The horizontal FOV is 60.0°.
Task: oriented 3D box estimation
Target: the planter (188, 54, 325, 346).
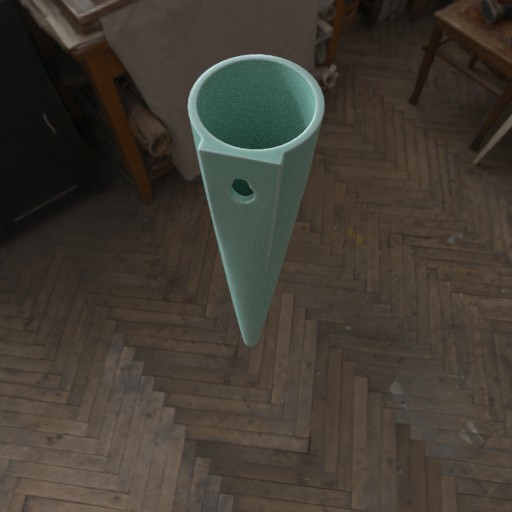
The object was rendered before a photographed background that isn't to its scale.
[{"bbox_3d":[0.000,0.000,0.293,0.054,0.268,0.055,12,64,6],"label":"planter"}]
